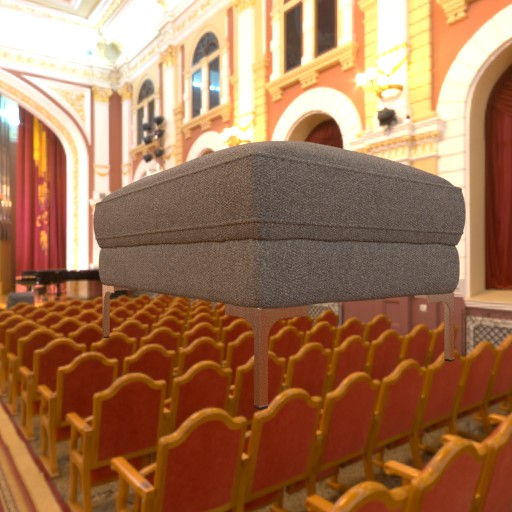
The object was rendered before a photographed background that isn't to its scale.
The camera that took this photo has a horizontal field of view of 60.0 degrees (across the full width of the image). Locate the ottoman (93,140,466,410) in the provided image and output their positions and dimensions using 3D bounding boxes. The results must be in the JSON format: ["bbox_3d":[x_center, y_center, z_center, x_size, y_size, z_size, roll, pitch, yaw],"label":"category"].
[{"bbox_3d":[0.000,0.000,1.121,0.583,0.464,0.785,0,0,-36],"label":"ottoman"}]
